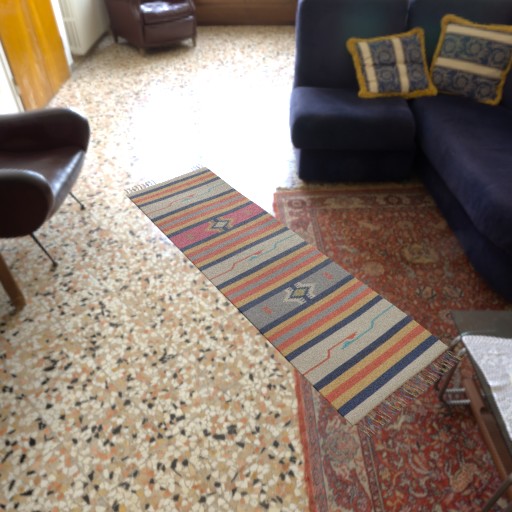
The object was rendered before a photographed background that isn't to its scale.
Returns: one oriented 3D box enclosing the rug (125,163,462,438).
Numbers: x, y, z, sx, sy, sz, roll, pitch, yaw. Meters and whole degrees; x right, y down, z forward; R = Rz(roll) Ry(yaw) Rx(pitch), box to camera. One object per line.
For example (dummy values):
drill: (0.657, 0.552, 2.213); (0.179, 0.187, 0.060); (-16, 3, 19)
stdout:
rug: (0.000, 0.000, 2.756); (0.695, 0.017, 2.455); (-26, 47, -27)
